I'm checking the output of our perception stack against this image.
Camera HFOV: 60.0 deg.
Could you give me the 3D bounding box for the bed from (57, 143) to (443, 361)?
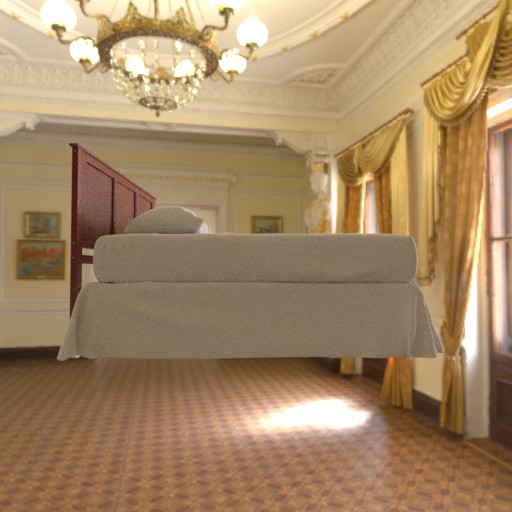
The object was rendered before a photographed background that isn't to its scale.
[{"bbox_3d":[0.000,0.000,3.623,2.219,1.271,2.314,0,-2,1],"label":"bed"}]
